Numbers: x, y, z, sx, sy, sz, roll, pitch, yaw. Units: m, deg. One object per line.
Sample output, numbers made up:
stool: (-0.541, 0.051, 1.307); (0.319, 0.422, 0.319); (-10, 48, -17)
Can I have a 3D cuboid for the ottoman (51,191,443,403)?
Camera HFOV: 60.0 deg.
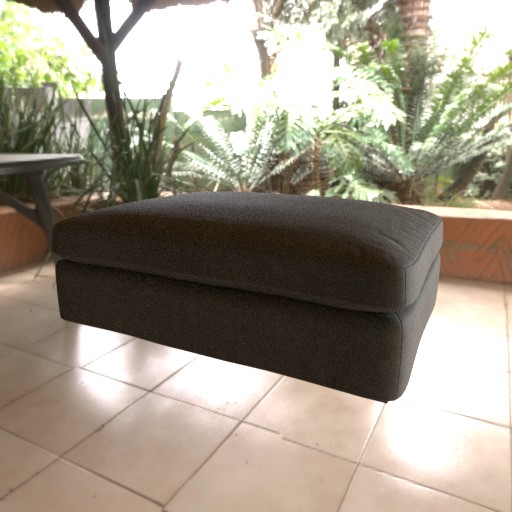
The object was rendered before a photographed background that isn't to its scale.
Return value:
ottoman: (0.000, 0.000, 1.610); (1.199, 0.429, 0.840); (7, 17, 26)
